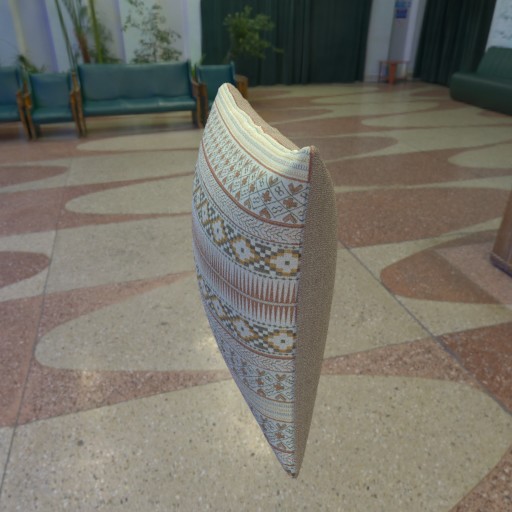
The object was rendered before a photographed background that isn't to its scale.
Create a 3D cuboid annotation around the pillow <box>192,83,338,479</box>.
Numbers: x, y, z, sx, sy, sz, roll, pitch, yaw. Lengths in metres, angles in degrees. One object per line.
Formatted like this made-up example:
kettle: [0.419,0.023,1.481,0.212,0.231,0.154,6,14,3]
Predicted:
pillow: [0.000,0.000,0.782,0.215,0.519,0.521,-7,30,-12]
